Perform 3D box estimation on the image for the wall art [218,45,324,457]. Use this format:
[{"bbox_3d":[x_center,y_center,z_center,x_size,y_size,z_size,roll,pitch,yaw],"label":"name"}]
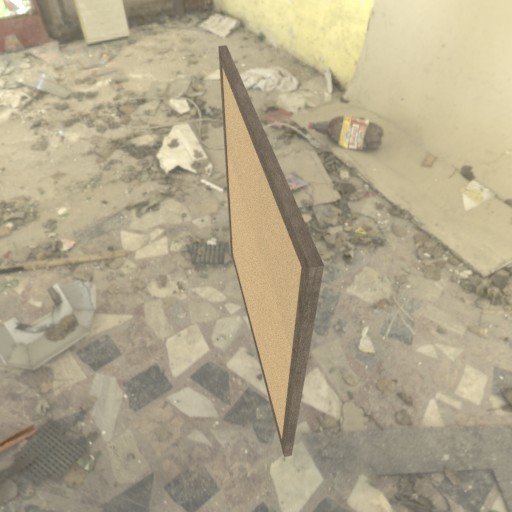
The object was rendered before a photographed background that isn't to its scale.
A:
[{"bbox_3d":[0.000,0.000,0.688,0.013,0.457,0.457,-10,48,-9],"label":"wall art"}]
